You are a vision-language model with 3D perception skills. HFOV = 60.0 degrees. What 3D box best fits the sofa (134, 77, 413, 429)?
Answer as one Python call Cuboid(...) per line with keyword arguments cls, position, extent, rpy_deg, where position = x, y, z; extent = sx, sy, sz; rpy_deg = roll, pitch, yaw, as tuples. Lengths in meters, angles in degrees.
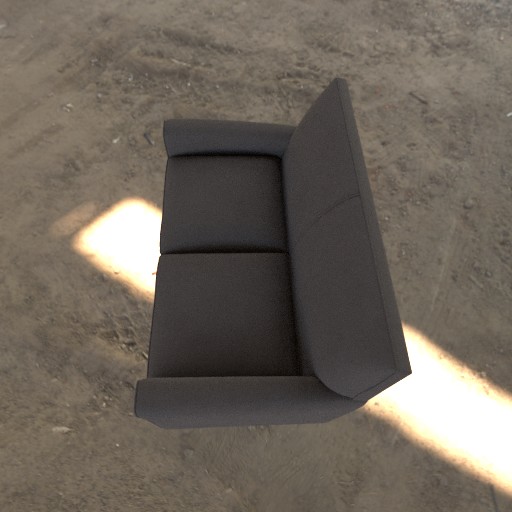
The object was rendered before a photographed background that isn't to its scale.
Cuboid(cls="sofa", position=(0.000, 0.000, 1.983), extent=(0.871, 0.846, 1.420), rpy_deg=(-2, 58, -1))
